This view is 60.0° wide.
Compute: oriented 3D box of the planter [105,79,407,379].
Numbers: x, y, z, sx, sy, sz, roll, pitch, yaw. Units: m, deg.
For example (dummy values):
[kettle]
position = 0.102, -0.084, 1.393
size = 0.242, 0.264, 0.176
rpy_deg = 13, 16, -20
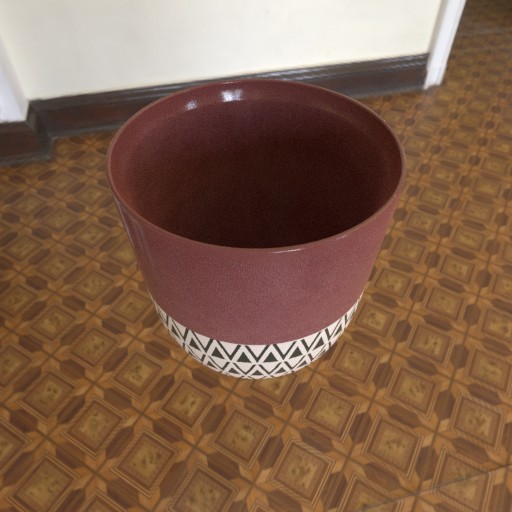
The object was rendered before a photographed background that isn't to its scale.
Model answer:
[planter]
position = 0.000, 0.000, 0.371
size = 0.195, 0.214, 0.195
rpy_deg = 0, 47, 0
